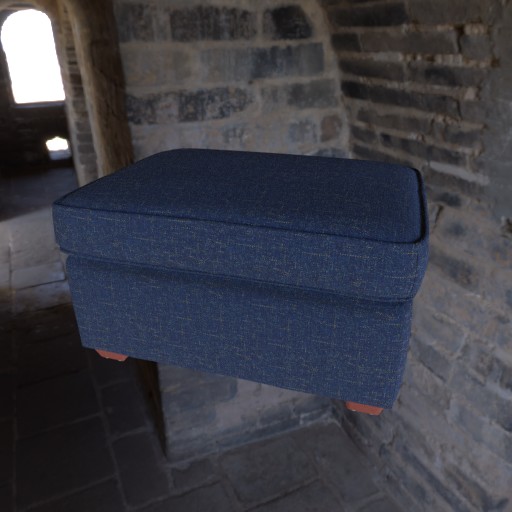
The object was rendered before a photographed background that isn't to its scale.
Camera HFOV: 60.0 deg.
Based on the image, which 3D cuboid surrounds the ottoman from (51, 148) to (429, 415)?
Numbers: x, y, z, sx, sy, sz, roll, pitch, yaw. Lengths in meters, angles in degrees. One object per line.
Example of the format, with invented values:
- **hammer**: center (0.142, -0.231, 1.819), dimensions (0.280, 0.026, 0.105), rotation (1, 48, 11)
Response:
- **ottoman**: center (0.000, 0.000, 1.095), dimensions (0.749, 0.450, 0.549), rotation (7, 27, 15)
